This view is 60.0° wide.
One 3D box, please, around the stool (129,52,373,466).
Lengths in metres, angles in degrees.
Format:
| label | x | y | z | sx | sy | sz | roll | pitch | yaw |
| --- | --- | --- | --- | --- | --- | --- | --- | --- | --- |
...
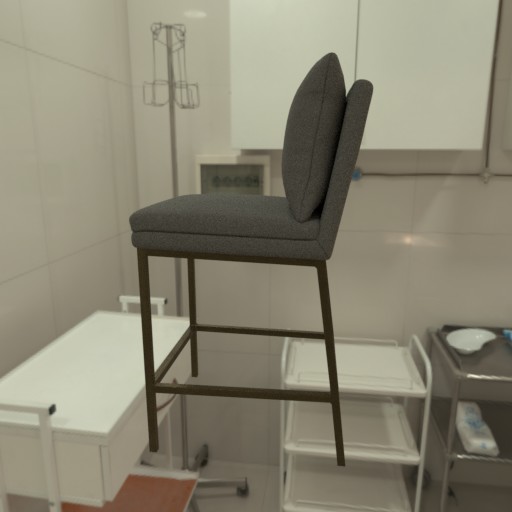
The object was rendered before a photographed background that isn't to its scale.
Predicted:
| label | x | y | z | sx | sy | sz | roll | pitch | yaw |
| --- | --- | --- | --- | --- | --- | --- | --- | --- | --- |
| stool | 0.000 | 0.000 | 1.290 | 0.569 | 1.030 | 0.463 | 2 | 13 | 8 |
